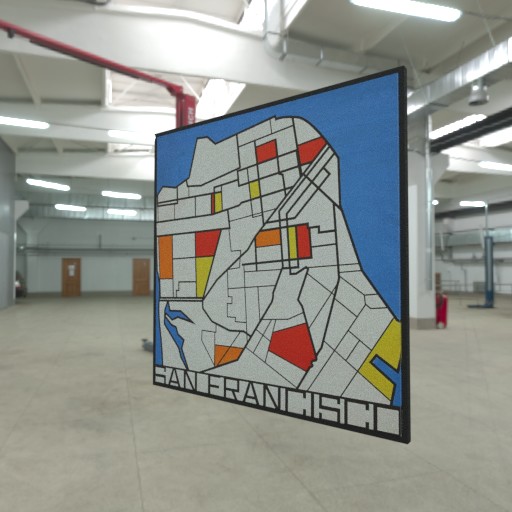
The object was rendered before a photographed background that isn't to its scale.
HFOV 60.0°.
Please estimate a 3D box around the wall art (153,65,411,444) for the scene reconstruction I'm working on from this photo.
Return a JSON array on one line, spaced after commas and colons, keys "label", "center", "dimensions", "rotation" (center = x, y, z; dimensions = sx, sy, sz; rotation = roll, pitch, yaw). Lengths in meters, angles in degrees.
[{"label": "wall art", "center": [0.000, 0.000, 0.675], "dimensions": [0.458, 0.457, 0.013], "rotation": [-1, -2, 37]}]
